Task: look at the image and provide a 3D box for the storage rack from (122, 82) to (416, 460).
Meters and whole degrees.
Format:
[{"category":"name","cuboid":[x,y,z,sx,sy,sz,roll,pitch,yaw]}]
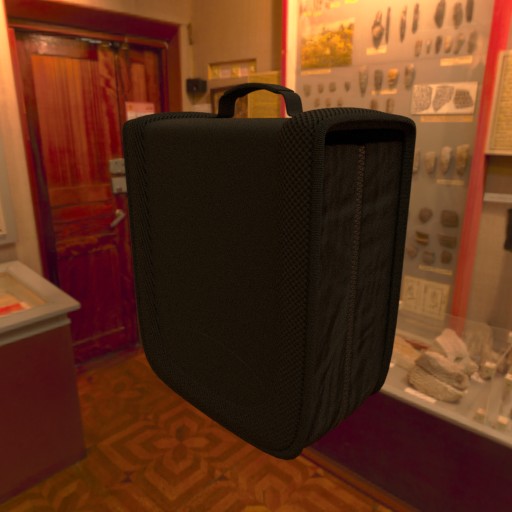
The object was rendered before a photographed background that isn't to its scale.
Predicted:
[{"category":"storage rack","cuboid":[0.000,0.000,0.532,0.297,0.387,0.168,16,23,42]}]
